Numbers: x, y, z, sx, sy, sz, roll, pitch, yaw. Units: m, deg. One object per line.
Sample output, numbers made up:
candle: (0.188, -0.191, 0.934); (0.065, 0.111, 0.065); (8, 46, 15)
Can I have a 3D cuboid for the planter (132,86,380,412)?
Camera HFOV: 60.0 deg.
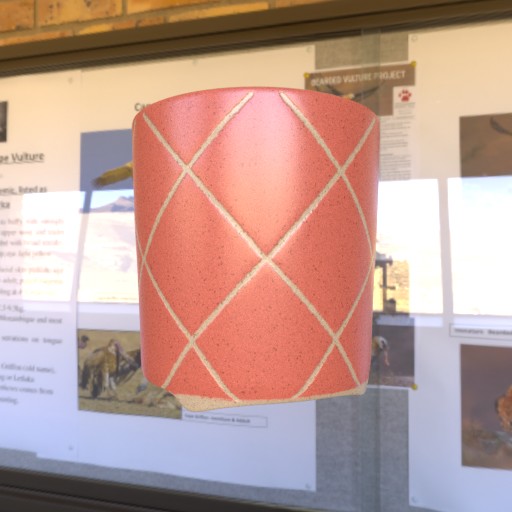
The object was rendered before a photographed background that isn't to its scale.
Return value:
planter: (0.000, 0.000, 0.420); (0.227, 0.235, 0.227); (0, -1, 0)
